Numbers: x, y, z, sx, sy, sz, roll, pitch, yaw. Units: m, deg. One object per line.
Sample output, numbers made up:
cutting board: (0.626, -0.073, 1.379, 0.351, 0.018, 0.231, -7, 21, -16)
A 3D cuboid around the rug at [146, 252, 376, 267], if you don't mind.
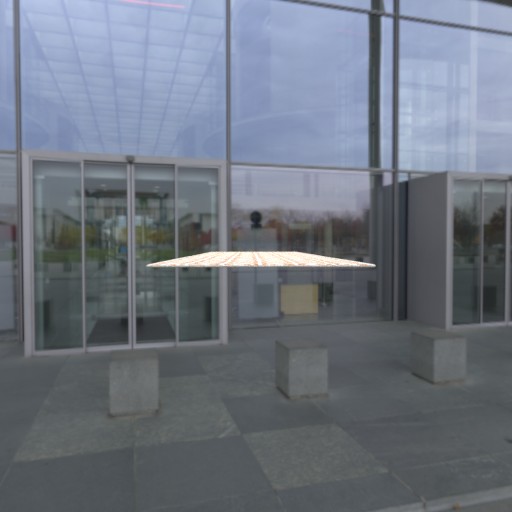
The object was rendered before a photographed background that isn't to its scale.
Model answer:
rug: (0.000, 0.000, 2.660, 0.750, 0.009, 2.435, 0, 2, -1)
